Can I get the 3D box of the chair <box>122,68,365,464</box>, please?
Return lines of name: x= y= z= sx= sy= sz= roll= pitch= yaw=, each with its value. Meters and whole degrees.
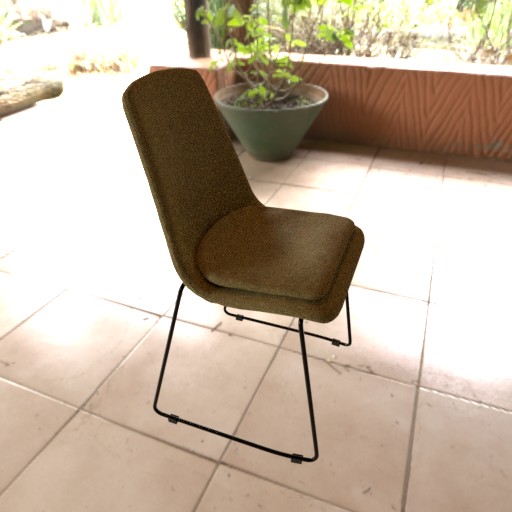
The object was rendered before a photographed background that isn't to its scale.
chair: x=0.000 y=0.000 z=1.123 sx=0.496 sy=0.849 sz=0.479 roll=11 pitch=33 yaw=18
